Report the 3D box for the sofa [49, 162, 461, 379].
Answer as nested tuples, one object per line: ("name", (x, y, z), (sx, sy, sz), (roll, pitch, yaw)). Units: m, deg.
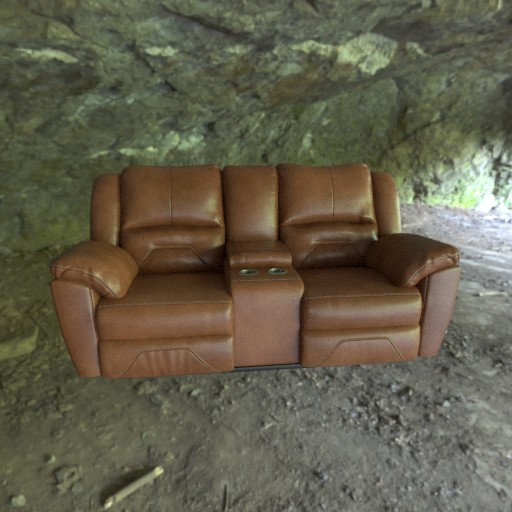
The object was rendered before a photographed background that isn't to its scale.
("sofa", (0.000, 0.000, 2.605), (2.058, 1.043, 0.991), (-2, 14, -7))
